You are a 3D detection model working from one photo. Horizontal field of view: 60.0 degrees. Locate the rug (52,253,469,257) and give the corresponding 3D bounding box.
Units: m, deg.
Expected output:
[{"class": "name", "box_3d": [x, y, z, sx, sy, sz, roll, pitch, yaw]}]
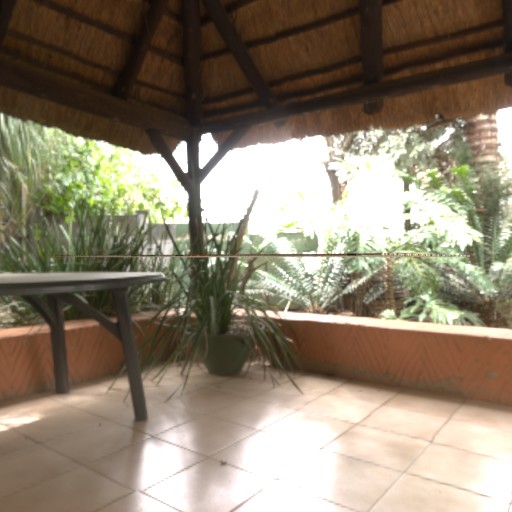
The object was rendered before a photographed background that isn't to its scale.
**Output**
[{"class": "rug", "box_3d": [0.000, 0.000, 2.321, 1.827, 0.008, 1.230, 0, 0, 36]}]
